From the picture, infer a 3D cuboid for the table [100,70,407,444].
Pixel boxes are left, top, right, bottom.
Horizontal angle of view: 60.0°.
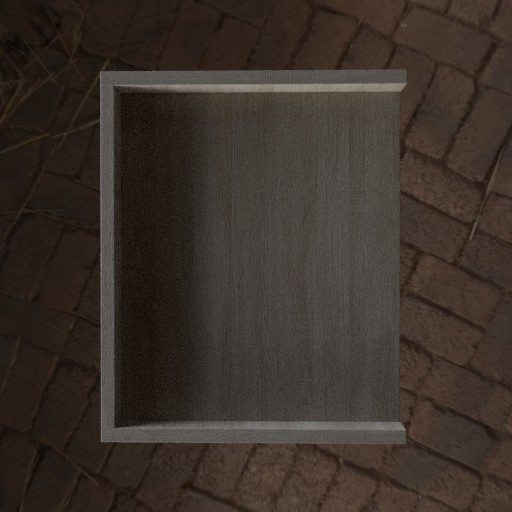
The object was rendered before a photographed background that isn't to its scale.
[{"bbox_3d":[0.000,0.000,0.771,0.370,0.470,0.450,0,90,1],"label":"table"}]
